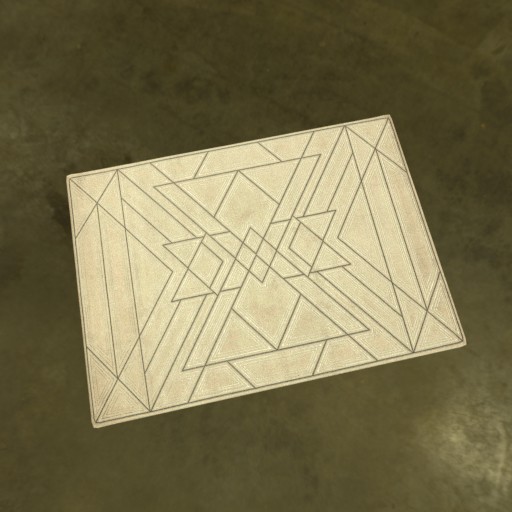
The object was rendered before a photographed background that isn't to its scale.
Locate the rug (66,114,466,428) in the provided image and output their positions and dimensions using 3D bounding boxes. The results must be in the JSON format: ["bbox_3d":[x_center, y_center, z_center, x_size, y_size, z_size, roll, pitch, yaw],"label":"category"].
[{"bbox_3d":[0.000,0.000,4.218,3.381,0.026,2.436,-12,75,-3],"label":"rug"}]
